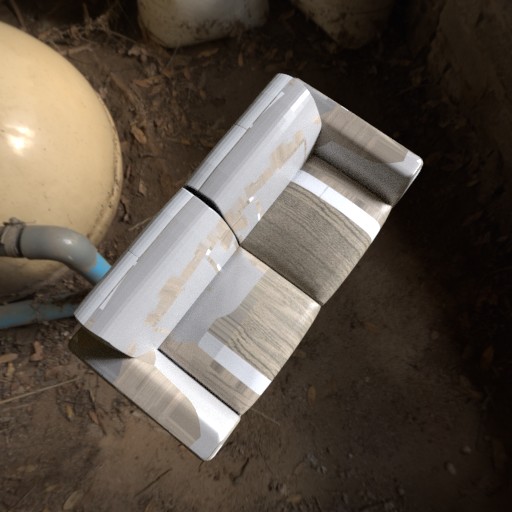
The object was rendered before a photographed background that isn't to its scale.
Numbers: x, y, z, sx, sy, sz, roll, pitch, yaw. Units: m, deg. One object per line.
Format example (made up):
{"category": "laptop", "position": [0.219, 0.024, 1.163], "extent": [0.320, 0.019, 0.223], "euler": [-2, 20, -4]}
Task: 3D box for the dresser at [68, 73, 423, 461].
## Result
{"category": "dresser", "position": [0.000, 0.000, 5.842], "extent": [2.251, 1.863, 4.679], "euler": [36, 79, 8]}
